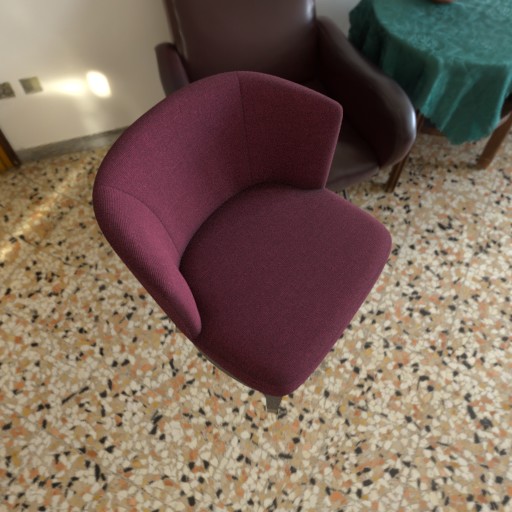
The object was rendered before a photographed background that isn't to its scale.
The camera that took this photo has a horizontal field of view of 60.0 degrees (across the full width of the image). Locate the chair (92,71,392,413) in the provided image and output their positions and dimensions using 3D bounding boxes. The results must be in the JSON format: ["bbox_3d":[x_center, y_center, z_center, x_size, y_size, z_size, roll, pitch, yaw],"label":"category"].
[{"bbox_3d":[0.000,0.000,1.308,0.660,0.760,0.700,32,63,19],"label":"chair"}]
